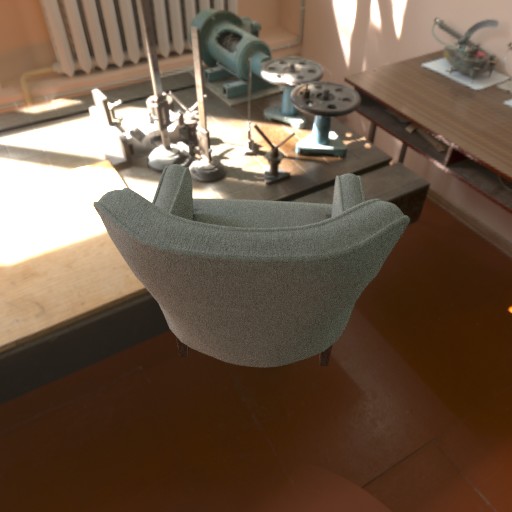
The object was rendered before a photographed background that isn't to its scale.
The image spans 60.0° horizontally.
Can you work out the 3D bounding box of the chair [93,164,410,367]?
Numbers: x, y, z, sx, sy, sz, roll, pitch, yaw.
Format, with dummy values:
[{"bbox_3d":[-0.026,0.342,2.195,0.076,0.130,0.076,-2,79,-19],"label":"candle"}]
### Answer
[{"bbox_3d":[0.000,0.000,1.618,0.820,0.920,0.910,3,44,3],"label":"chair"}]
